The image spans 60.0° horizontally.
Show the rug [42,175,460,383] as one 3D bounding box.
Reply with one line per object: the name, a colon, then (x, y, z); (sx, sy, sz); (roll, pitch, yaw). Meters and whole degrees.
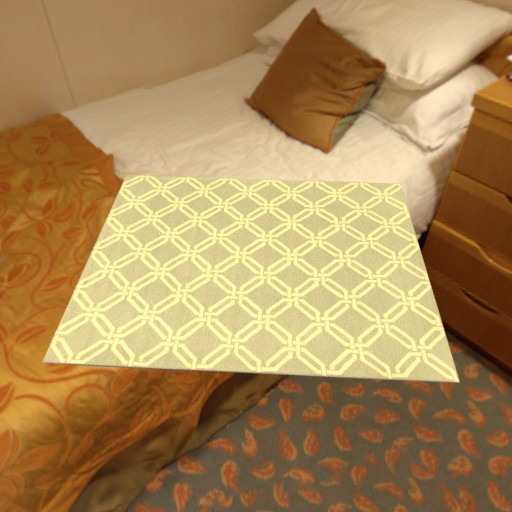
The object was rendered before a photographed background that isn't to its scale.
rug: (0.000, 0.000, 3.872); (2.895, 0.018, 2.288); (2, 45, 2)
